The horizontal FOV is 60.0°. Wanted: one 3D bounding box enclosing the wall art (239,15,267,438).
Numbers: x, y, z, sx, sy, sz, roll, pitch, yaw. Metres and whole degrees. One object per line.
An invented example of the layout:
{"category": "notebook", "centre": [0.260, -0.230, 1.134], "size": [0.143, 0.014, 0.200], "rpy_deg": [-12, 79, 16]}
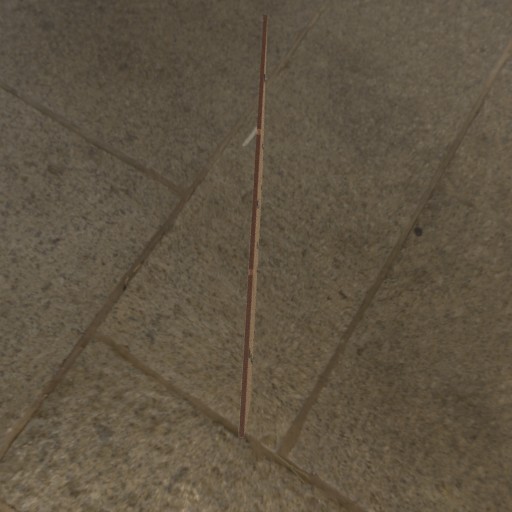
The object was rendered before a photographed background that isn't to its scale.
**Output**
{"category": "wall art", "centre": [0.000, 0.000, 1.802], "size": [0.019, 1.218, 1.221], "rpy_deg": [3, 75, 1]}
